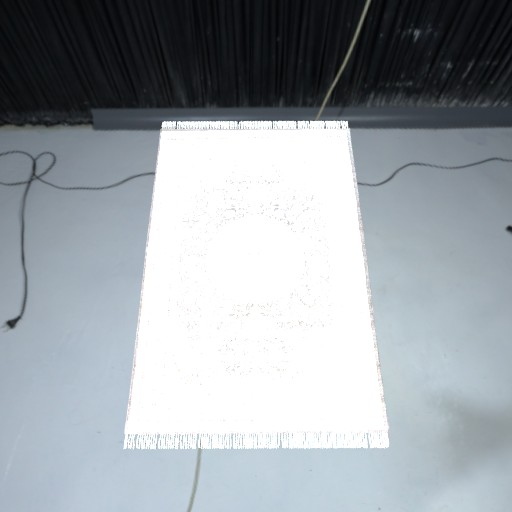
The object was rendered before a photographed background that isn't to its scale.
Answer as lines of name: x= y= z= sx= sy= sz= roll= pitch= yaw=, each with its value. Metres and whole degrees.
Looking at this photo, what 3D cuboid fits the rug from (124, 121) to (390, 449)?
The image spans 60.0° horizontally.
rug: x=0.000 y=0.000 z=3.059 sx=1.528 sy=0.010 sz=2.440 roll=0 pitch=64 yaw=0
